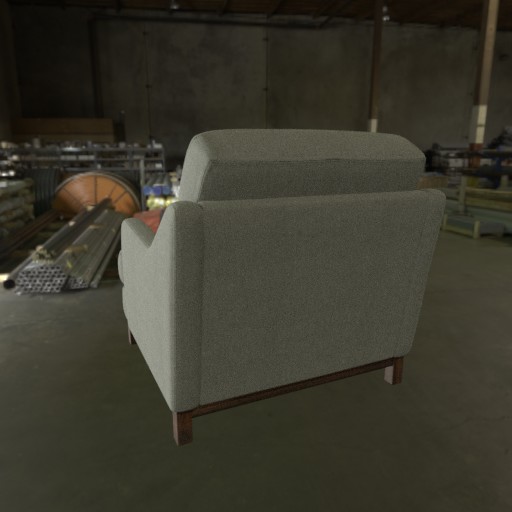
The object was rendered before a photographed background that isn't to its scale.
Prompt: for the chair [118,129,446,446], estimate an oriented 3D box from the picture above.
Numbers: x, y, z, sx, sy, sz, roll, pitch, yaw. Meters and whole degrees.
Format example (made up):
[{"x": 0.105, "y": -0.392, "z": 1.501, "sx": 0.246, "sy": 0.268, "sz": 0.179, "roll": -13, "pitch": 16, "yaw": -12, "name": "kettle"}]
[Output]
[{"x": 0.000, "y": 0.000, "z": 1.542, "sx": 0.826, "sy": 0.821, "sz": 0.892, "roll": -6, "pitch": 15, "yaw": -25, "name": "chair"}]
